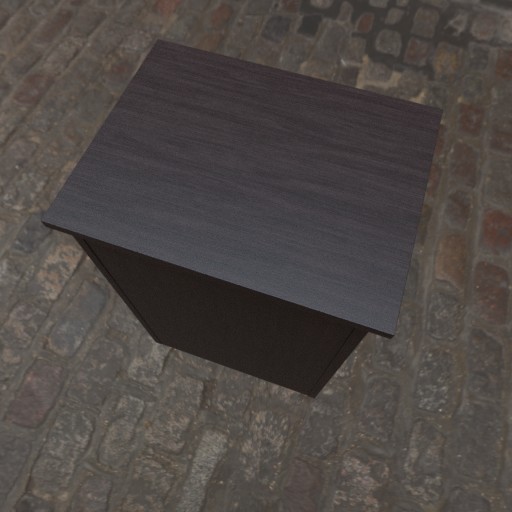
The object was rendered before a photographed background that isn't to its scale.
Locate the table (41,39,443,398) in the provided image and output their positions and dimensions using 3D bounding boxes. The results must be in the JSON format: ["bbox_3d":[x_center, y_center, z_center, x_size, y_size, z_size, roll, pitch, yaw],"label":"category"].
[{"bbox_3d":[0.000,0.000,0.923,0.480,0.635,0.381,17,65,8],"label":"table"}]
